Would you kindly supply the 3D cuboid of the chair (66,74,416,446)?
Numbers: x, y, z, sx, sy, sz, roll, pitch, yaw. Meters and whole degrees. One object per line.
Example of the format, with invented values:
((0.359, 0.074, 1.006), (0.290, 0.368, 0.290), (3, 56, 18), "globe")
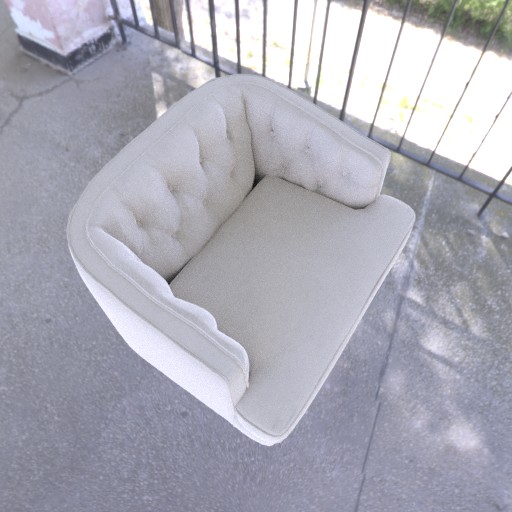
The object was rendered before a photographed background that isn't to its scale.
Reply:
((0.000, 0.000, 1.759), (0.941, 0.852, 1.104), (30, 63, 17), "chair")
